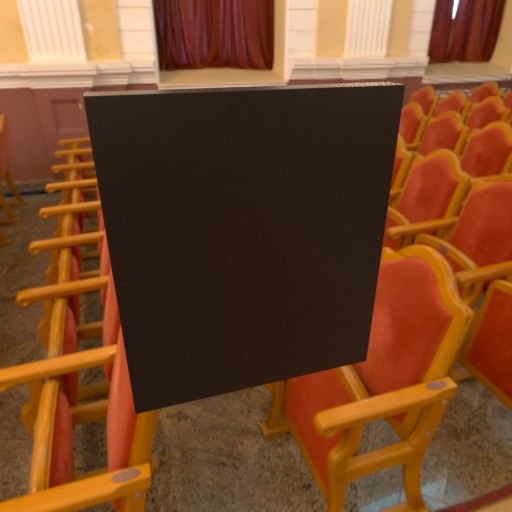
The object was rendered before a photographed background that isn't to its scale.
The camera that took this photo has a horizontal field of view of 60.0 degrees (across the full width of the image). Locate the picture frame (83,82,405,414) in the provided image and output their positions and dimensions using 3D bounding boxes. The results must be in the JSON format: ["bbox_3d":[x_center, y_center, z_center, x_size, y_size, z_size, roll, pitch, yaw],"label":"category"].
[{"bbox_3d":[0.000,0.000,0.531,0.328,0.378,0.034,-8,28,-16],"label":"picture frame"}]
